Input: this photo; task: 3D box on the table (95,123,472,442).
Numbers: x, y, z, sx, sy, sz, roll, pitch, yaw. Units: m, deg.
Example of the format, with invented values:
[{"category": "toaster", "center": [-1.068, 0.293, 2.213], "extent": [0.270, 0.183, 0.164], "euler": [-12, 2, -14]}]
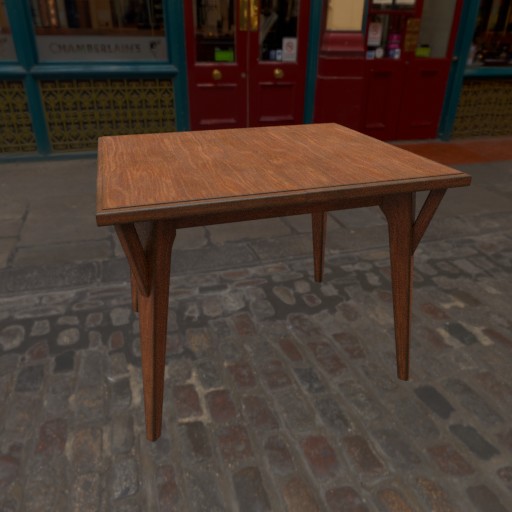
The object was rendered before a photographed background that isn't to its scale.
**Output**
[{"category": "table", "center": [0.000, 0.000, 1.618], "extent": [0.991, 0.761, 0.838], "euler": [-8, 28, -15]}]
